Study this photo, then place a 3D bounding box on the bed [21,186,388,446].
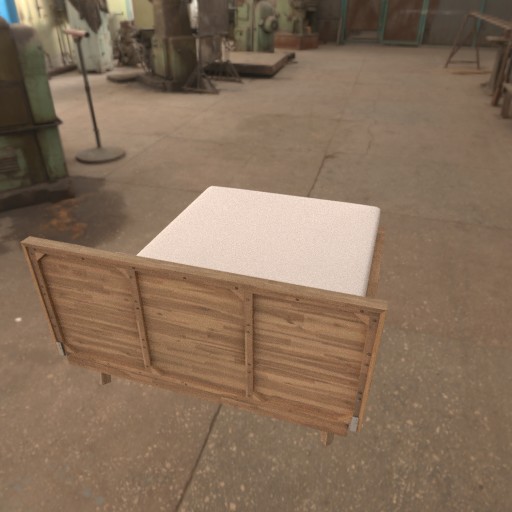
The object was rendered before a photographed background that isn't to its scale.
[{"bbox_3d":[0.000,0.000,3.101,1.759,1.071,2.145,10,33,15],"label":"bed"}]
